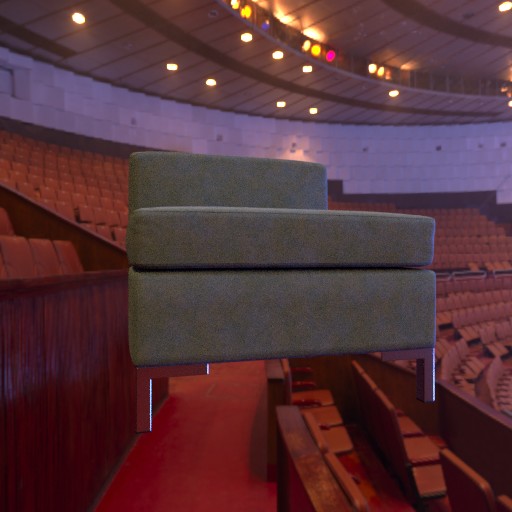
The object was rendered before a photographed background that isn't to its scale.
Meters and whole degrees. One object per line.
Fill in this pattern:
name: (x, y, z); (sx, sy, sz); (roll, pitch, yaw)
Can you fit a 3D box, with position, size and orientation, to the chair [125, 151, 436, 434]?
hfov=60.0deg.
chair: (0.000, 0.000, 1.213); (0.684, 0.660, 0.685); (0, 0, -16)
